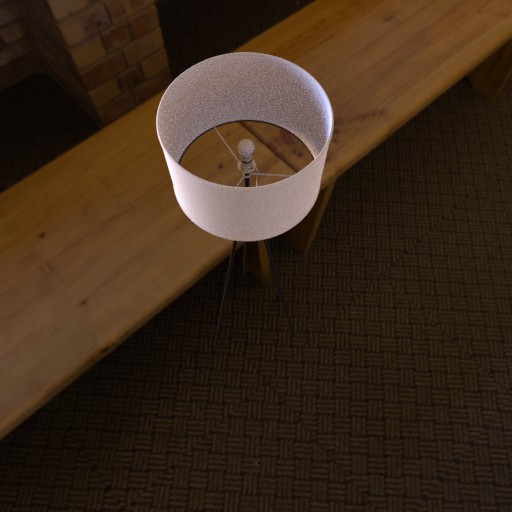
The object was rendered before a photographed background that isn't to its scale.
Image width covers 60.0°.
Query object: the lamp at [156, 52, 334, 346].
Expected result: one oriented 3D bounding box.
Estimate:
[{"bbox_3d":[0.000,0.000,1.722,0.458,1.545,0.448,15,66,7],"label":"lamp"}]
